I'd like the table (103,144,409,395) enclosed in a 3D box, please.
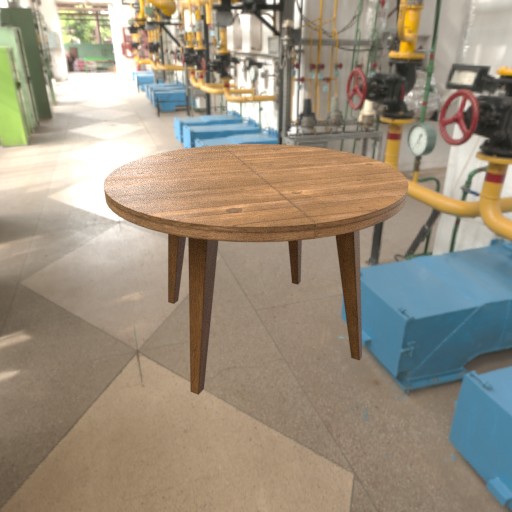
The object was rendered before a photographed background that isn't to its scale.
[{"bbox_3d":[0.000,0.000,2.009,1.213,0.764,1.213,0,25,0],"label":"table"}]
